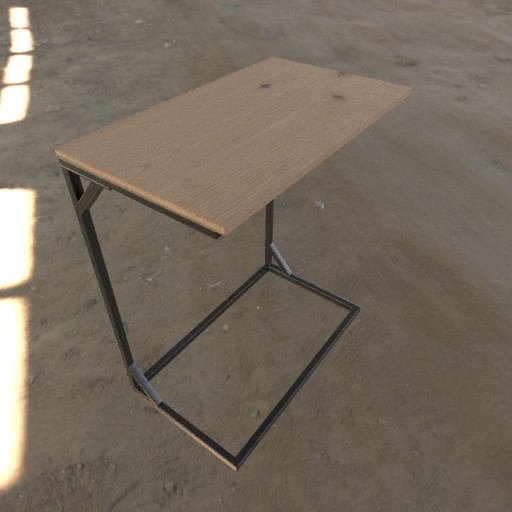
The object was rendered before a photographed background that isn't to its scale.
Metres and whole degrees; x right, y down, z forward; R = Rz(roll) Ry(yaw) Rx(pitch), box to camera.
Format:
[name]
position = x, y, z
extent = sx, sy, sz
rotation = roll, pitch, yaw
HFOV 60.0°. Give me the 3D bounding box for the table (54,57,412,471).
[table]
position = 0.000, 0.000, 1.020
extent = 0.351, 0.673, 0.597
rotation = 26, 47, 27
